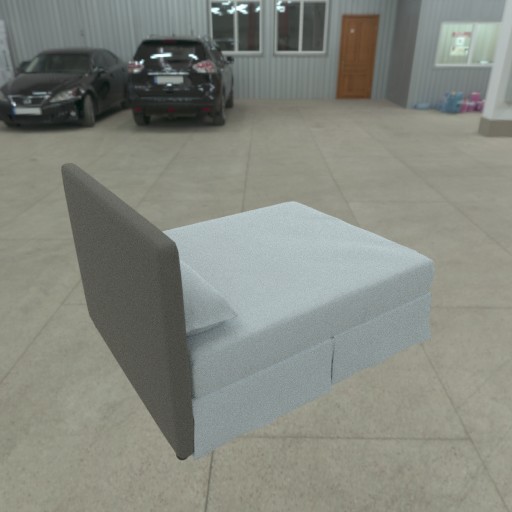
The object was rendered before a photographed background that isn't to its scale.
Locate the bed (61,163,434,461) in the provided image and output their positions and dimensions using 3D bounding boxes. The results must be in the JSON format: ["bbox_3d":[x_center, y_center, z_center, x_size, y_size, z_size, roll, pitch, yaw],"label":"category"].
[{"bbox_3d":[0.000,0.000,3.235,2.142,1.330,1.748,-17,30,-31],"label":"bed"}]
